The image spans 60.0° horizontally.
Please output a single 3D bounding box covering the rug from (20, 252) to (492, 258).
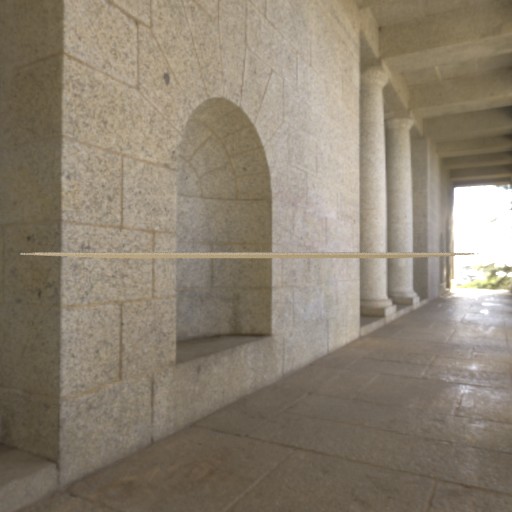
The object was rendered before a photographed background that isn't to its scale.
[{"bbox_3d":[0.000,0.000,3.063,2.486,0.013,1.548,0,-1,-1],"label":"rug"}]
